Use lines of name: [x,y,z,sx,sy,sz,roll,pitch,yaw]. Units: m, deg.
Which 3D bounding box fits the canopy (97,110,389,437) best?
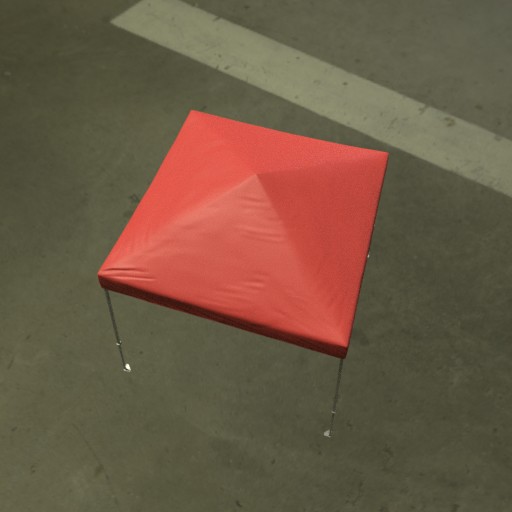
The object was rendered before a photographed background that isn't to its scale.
canopy: [0.000,0.000,5.260,2.849,2.849,2.848,15,60,9]
